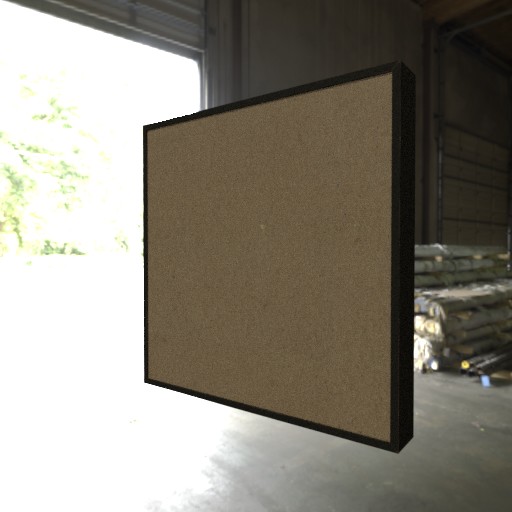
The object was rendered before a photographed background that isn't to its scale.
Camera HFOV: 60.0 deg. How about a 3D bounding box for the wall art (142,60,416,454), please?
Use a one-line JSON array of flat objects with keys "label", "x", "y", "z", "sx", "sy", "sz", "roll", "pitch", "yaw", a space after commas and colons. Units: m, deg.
[{"label": "wall art", "x": 0.000, "y": 0.000, "z": 0.449, "sx": 0.305, "sy": 0.305, "sz": 0.038, "roll": 1, "pitch": 1, "yaw": 37}]
